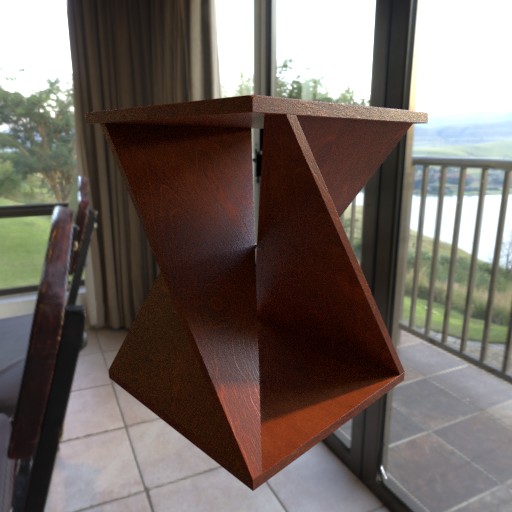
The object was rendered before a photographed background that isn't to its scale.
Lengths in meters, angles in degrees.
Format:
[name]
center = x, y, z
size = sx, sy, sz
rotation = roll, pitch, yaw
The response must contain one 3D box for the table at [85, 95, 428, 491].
[table]
center = 0.000, 0.000, 0.843
size = 0.427, 0.520, 0.427
rotation = -14, 20, -43
